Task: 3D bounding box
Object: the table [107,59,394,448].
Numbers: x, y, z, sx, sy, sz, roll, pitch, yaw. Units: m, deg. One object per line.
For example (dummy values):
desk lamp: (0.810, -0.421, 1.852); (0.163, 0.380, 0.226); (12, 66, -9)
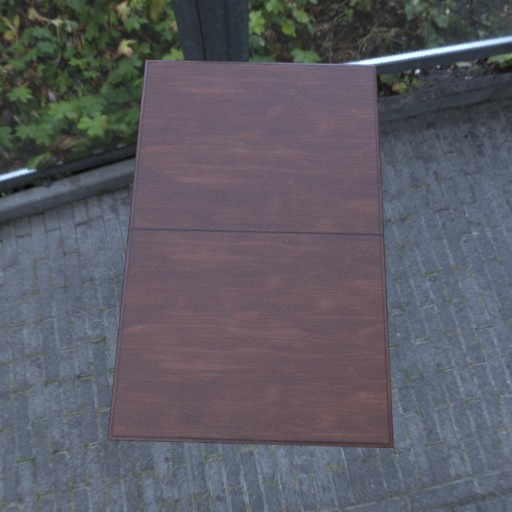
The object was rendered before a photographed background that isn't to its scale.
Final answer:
table: (0.000, 0.000, 2.074); (0.990, 0.761, 1.524); (1, 76, 0)
